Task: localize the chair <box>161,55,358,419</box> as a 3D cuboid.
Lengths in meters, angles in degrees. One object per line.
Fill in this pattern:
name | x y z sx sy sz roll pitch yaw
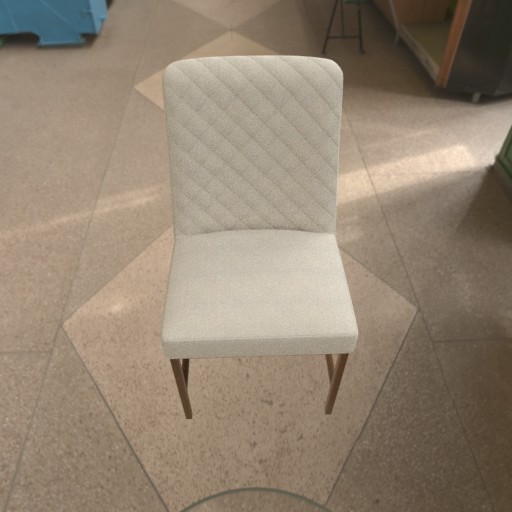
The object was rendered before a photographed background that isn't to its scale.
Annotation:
chair | 0.000 0.000 1.301 0.503 0.933 0.597 -1 47 -1
